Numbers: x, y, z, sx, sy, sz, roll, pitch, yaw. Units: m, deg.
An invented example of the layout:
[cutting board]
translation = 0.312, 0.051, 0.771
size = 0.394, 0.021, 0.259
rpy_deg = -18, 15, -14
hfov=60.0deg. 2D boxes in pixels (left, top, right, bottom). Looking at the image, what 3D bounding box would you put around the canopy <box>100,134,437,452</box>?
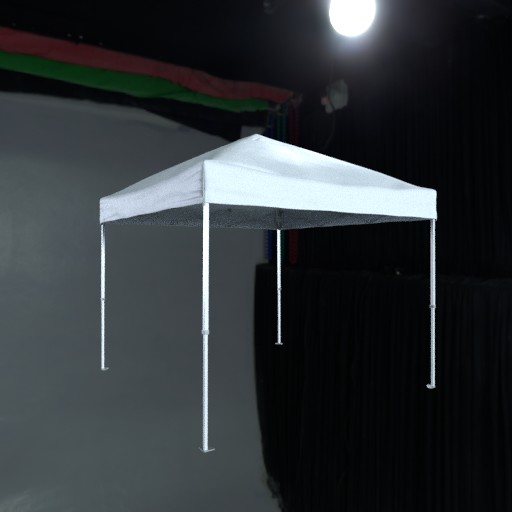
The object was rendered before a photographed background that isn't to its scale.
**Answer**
[canopy]
translation = 0.000, 0.000, 5.462
size = 2.996, 2.997, 2.998
rpy_deg = 0, 1, -34
